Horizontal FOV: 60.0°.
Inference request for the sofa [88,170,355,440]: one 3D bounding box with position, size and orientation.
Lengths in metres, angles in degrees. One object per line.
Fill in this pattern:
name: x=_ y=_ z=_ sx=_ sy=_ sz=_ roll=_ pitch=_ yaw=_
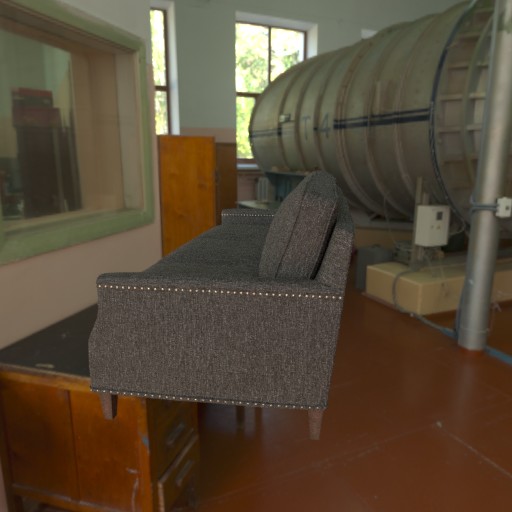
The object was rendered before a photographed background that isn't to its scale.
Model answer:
sofa: x=0.000 y=0.000 z=2.769 sx=1.084 sy=1.003 sz=2.246 roll=2 pitch=13 yaw=9
